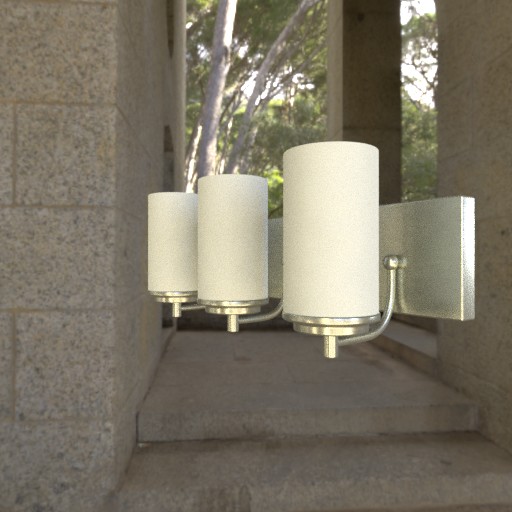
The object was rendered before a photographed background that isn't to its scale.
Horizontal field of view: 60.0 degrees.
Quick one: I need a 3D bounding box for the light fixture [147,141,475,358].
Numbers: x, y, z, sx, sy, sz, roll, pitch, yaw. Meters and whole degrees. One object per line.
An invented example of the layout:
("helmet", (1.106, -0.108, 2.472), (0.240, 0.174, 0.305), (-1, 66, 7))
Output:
("light fixture", (0.000, 0.000, 0.523), (0.145, 0.172, 0.451), (0, 0, -34))
